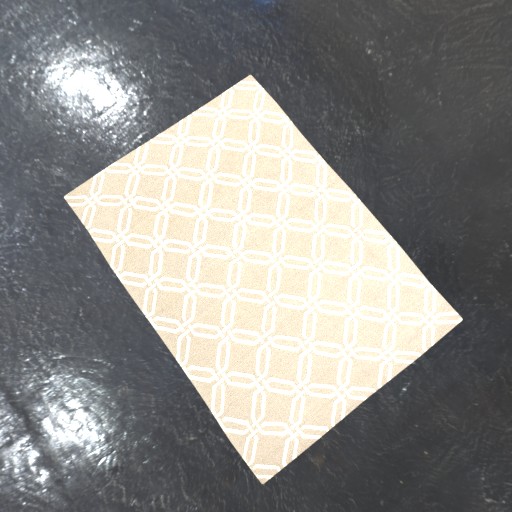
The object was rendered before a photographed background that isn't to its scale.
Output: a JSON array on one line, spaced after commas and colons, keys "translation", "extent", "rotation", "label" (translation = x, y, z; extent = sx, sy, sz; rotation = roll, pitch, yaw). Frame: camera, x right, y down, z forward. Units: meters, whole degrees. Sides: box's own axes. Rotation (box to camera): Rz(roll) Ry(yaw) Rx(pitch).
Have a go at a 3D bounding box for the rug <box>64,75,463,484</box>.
[{"translation": [0.000, 0.000, 2.756], "extent": [1.524, 0.013, 2.135], "rotation": [-36, 78, -9], "label": "rug"}]
